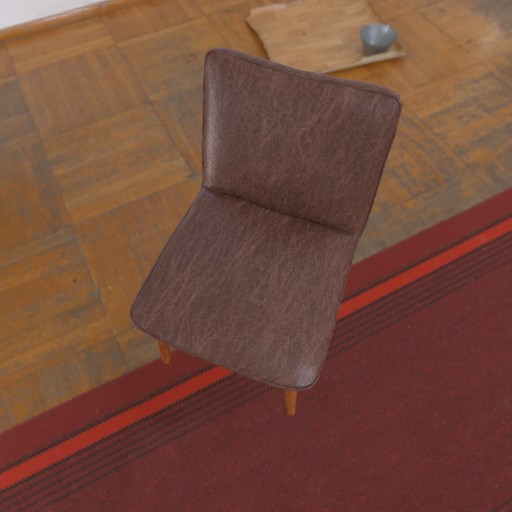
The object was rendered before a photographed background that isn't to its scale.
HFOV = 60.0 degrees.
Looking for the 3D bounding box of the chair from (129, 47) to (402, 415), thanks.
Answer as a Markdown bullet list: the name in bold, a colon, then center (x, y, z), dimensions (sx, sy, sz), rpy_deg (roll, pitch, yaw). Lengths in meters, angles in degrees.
- **chair**: center (0.000, 0.000, 1.221), dimensions (0.543, 0.803, 0.645), rpy_deg (15, 59, 9)
